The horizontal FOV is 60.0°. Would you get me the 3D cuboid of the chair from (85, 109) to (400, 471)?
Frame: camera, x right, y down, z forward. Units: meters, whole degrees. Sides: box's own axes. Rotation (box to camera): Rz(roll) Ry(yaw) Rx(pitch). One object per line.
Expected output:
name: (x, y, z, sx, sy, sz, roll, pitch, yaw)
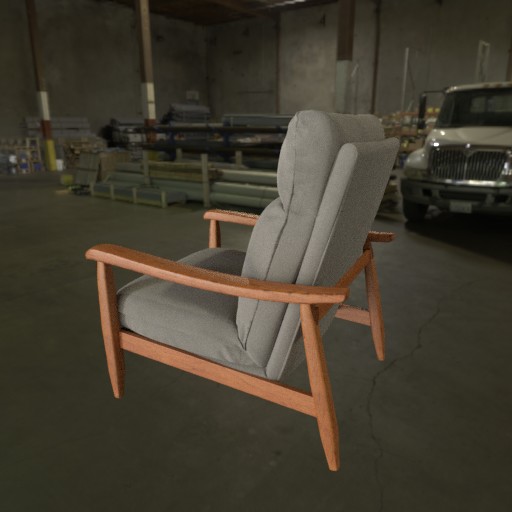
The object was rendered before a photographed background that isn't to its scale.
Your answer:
chair: (0.000, 0.000, 1.504, 0.816, 0.922, 0.782, 8, 18, 25)
